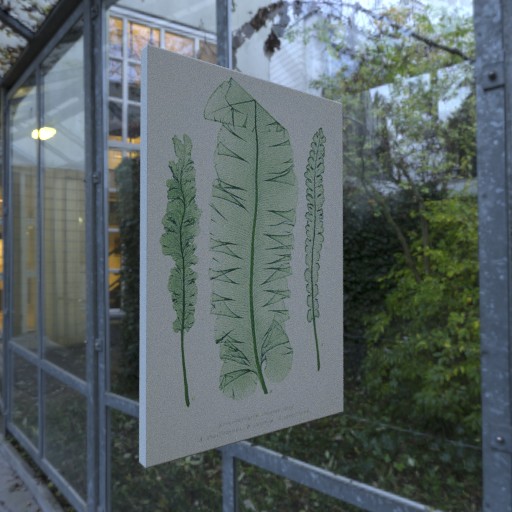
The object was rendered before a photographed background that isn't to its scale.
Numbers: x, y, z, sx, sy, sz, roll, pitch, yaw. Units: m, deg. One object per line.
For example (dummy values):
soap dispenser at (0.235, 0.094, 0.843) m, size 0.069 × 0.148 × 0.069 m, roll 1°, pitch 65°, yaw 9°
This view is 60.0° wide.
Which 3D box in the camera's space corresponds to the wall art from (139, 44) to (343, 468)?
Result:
wall art at (0.000, 0.000, 1.149) m, size 0.610 × 0.914 × 0.038 m, roll 1°, pitch -1°, yaw -36°
